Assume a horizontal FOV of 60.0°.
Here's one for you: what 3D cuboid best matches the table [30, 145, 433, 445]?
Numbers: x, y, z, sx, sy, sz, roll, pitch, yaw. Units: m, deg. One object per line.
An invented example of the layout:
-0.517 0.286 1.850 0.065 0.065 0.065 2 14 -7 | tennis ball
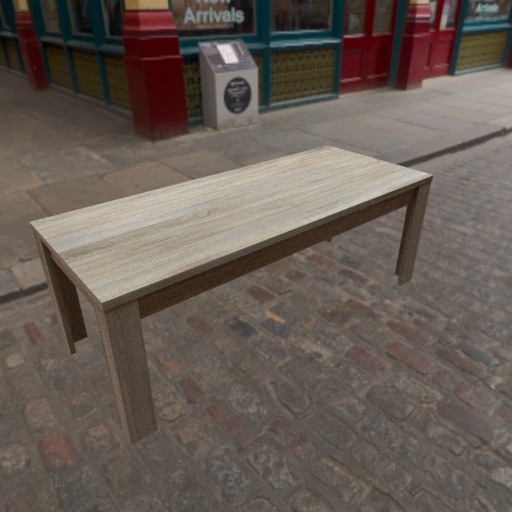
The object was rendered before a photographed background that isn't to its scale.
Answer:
0.000 0.000 2.722 2.200 0.790 0.900 -22 36 -34 | table
